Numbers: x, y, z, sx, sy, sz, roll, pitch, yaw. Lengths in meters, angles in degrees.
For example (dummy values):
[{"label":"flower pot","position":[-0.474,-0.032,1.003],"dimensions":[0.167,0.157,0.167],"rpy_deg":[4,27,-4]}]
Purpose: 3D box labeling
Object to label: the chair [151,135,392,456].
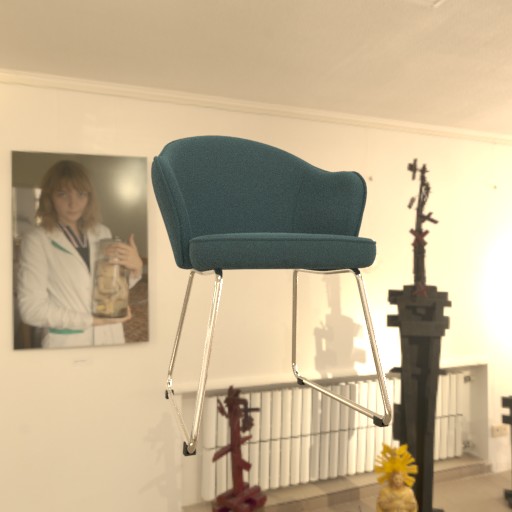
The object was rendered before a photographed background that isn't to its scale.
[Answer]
[{"label":"chair","position":[0.000,0.000,1.217],"dimensions":[0.570,0.815,0.585],"rpy_deg":[0,-1,-20]}]
